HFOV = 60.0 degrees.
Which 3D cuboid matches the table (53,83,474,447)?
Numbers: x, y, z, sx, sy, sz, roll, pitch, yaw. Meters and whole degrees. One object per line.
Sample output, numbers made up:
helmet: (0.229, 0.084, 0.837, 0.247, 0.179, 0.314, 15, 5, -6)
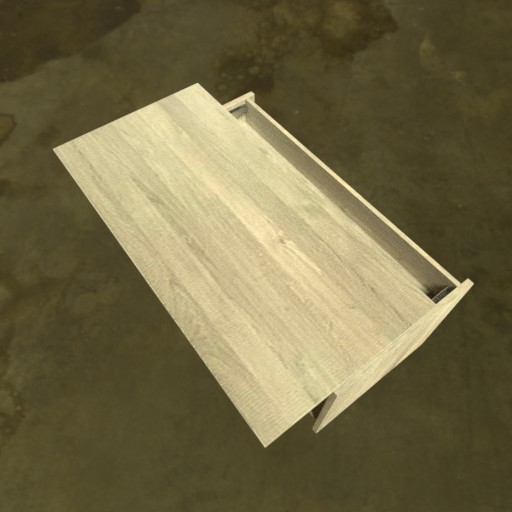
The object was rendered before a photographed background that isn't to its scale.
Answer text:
table: (0.000, 0.000, 1.417, 0.712, 0.570, 1.000, -33, 63, -19)
